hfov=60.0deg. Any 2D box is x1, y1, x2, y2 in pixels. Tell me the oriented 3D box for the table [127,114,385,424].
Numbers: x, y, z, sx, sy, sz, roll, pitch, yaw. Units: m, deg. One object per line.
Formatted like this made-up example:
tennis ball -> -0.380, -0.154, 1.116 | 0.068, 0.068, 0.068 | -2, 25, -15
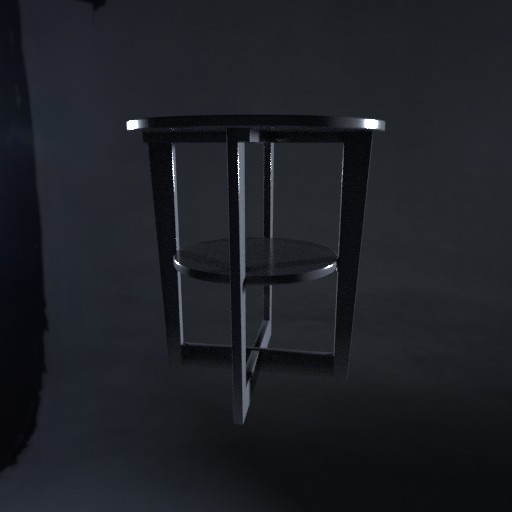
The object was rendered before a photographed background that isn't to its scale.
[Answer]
table -> 0.000, 0.000, 0.956 | 0.500, 0.550, 0.500 | 0, 14, 0
